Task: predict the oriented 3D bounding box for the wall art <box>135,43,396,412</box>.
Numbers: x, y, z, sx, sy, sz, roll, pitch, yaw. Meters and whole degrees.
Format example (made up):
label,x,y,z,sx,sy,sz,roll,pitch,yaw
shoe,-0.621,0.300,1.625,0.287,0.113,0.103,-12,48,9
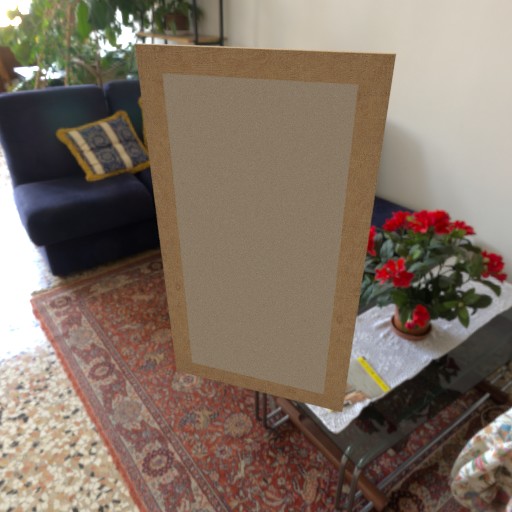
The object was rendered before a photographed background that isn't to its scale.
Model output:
label,x,y,z,sx,sy,sz,roll,pitch,yaw
wall art,0.000,0.000,0.801,0.381,0.683,0.013,9,33,15
